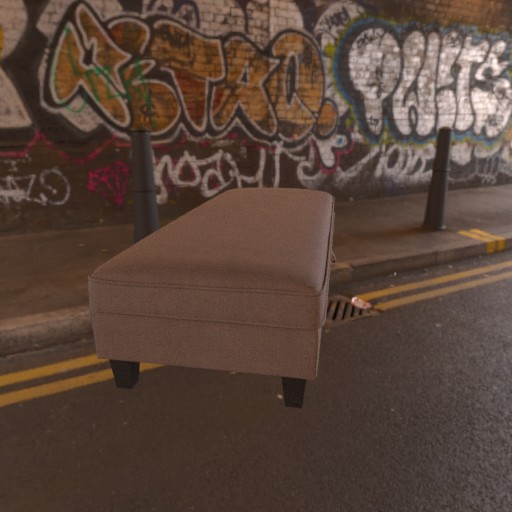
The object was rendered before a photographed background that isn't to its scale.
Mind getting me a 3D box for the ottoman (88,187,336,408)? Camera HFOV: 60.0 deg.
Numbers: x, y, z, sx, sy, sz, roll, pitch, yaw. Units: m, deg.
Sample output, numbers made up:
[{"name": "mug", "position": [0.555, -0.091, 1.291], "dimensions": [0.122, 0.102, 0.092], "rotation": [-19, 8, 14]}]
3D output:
[{"name": "ottoman", "position": [0.000, 0.000, 2.123], "dimensions": [0.751, 0.470, 1.764], "rotation": [3, 17, 10]}]
